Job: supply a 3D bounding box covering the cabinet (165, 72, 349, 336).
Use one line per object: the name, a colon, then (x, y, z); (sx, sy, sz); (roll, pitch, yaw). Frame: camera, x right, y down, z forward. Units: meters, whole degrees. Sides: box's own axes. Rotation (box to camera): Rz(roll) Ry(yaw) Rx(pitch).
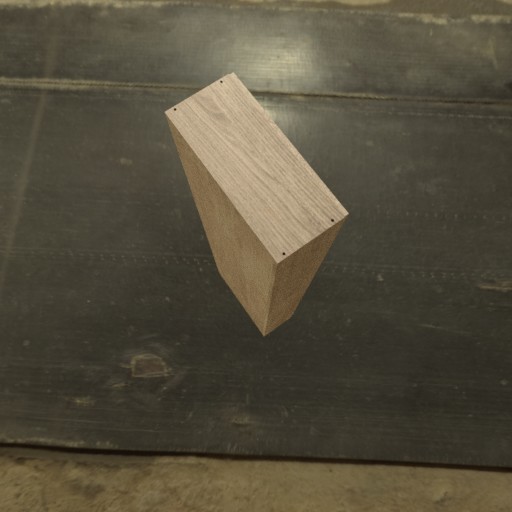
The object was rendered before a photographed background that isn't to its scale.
cabinet: (0.000, 0.000, 1.979); (0.230, 1.790, 0.500); (-34, 77, -9)
